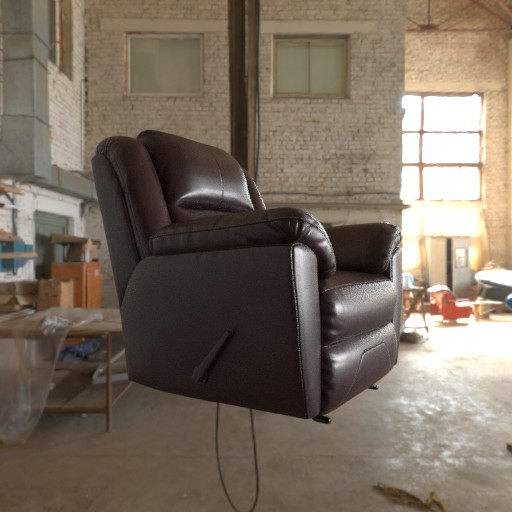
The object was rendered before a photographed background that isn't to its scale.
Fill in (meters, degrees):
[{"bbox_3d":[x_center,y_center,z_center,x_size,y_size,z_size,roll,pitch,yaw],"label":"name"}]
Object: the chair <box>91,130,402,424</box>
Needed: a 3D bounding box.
[{"bbox_3d":[0.000,0.000,1.880,1.041,1.093,0.990,0,1,35],"label":"chair"}]
